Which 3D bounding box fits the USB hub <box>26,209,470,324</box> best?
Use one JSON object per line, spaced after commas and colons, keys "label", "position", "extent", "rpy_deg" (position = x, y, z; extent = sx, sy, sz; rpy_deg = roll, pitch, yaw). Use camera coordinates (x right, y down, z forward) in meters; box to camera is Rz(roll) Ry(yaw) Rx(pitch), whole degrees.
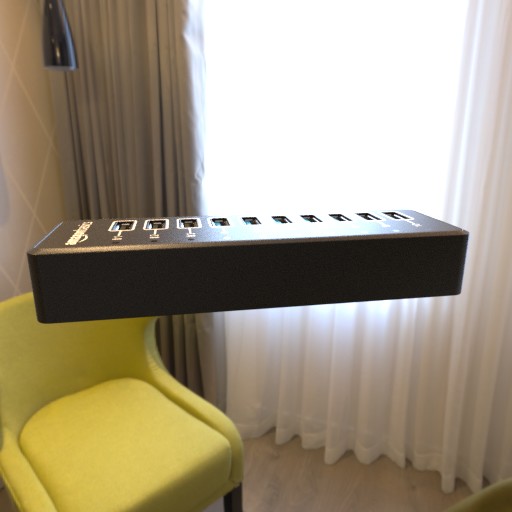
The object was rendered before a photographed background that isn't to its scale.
{"label": "USB hub", "position": [0.000, 0.000, 0.164], "extent": [0.145, 0.023, 0.044], "rpy_deg": [-3, 17, -9]}
